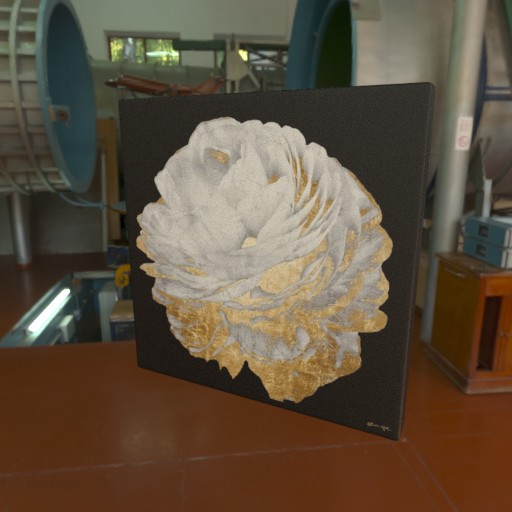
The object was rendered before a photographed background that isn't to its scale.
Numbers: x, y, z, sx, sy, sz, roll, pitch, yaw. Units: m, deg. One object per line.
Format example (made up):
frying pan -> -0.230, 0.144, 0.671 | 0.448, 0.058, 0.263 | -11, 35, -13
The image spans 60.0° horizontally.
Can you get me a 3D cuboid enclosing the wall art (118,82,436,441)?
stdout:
wall art -> 0.000, 0.000, 0.588 | 0.406, 0.407, 0.041 | 7, 16, 26
